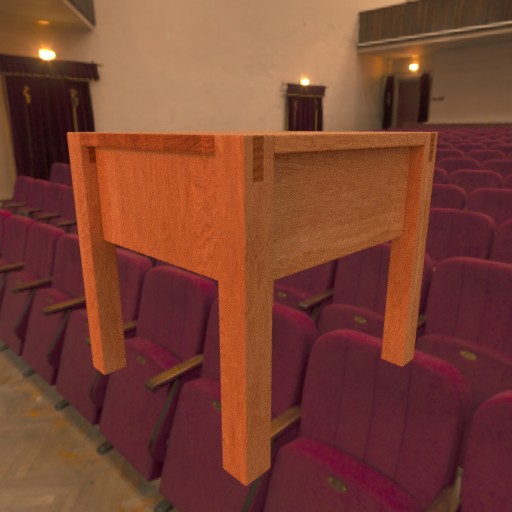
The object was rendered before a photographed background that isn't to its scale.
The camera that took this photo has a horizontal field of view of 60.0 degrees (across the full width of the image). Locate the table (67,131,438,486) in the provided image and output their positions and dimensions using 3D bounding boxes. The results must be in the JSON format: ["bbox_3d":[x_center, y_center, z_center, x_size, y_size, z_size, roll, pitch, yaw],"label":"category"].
[{"bbox_3d":[0.000,0.000,0.836,0.440,0.450,0.480,15,22,43],"label":"table"}]
